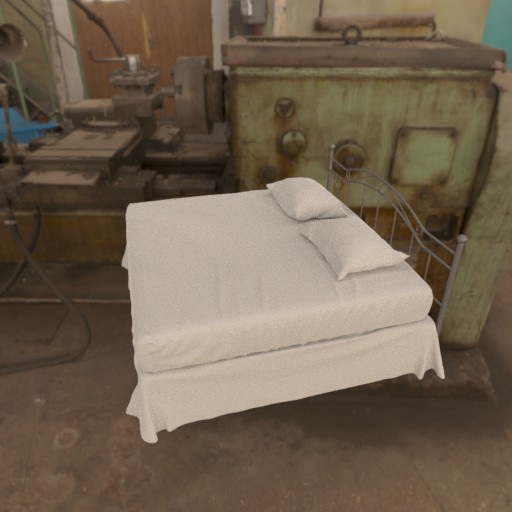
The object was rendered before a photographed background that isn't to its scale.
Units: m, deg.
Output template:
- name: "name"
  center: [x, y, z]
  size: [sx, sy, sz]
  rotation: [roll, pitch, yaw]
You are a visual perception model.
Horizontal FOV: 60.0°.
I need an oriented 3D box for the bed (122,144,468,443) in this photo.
- name: "bed"
  center: [0.000, 0.000, 3.570]
  size: [2.220, 1.080, 2.309]
  rotation: [-8, 32, -13]
